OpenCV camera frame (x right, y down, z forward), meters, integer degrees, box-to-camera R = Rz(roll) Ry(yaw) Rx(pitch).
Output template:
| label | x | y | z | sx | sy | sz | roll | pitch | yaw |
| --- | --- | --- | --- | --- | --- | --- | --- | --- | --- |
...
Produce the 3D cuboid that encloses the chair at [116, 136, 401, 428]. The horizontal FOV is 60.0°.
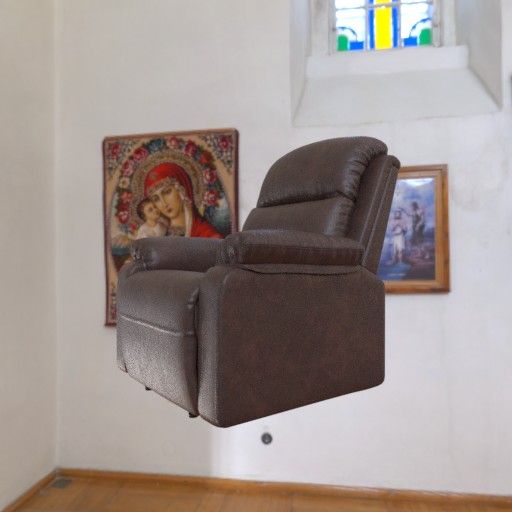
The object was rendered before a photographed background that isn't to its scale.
| label | x | y | z | sx | sy | sz | roll | pitch | yaw |
| --- | --- | --- | --- | --- | --- | --- | --- | --- | --- |
| chair | 0.000 | 0.000 | 1.728 | 0.919 | 0.992 | 0.855 | 0 | 1 | -37 |
